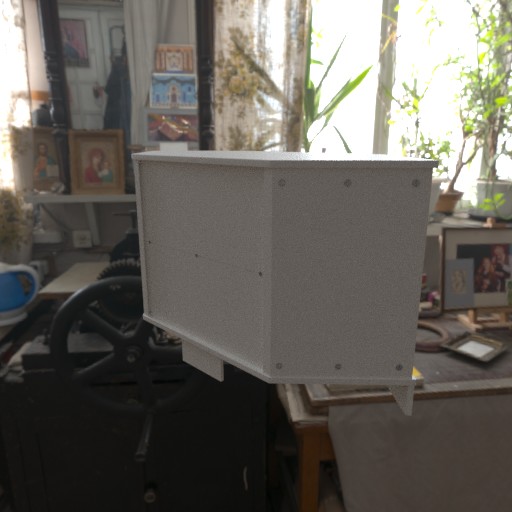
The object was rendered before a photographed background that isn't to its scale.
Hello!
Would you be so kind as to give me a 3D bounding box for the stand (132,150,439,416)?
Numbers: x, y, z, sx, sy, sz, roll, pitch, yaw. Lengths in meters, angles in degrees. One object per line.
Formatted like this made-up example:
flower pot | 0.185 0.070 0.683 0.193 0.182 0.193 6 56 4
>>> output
stand | 0.000 0.000 1.369 1.072 0.614 0.477 14 20 43
